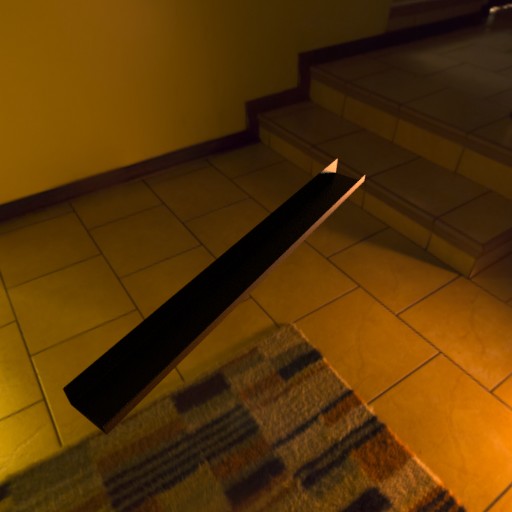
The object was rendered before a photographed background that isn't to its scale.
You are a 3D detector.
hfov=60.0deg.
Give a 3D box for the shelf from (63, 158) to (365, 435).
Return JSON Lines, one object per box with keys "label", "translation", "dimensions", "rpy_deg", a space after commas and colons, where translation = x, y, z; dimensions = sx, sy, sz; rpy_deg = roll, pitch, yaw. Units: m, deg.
{"label": "shelf", "translation": [0.000, 0.000, 0.981], "dimensions": [0.092, 0.049, 0.924], "rpy_deg": [25, 47, 26]}
